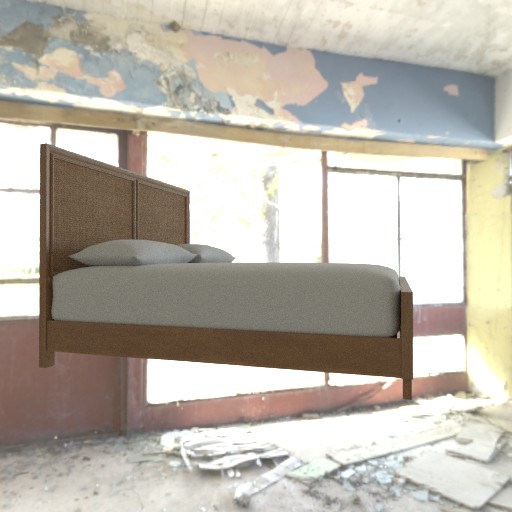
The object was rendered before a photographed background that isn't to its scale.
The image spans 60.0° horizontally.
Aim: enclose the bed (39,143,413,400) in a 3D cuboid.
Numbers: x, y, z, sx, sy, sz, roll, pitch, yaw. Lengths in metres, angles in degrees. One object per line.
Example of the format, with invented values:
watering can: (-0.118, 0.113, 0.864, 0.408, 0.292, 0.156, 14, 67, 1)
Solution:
bed: (0.000, 0.000, 3.373, 2.184, 1.387, 2.003, 0, 0, 18)
